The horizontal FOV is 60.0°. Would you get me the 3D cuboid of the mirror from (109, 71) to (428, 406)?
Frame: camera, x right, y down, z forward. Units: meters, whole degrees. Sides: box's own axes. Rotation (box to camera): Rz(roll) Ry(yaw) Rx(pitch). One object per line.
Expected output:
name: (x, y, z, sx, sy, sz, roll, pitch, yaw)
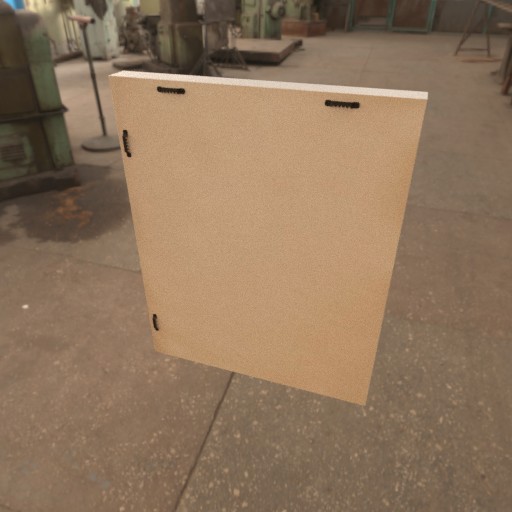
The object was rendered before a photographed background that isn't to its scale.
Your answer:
mirror: (0.000, 0.000, 0.687, 0.406, 0.509, 0.041, 10, 34, 16)
